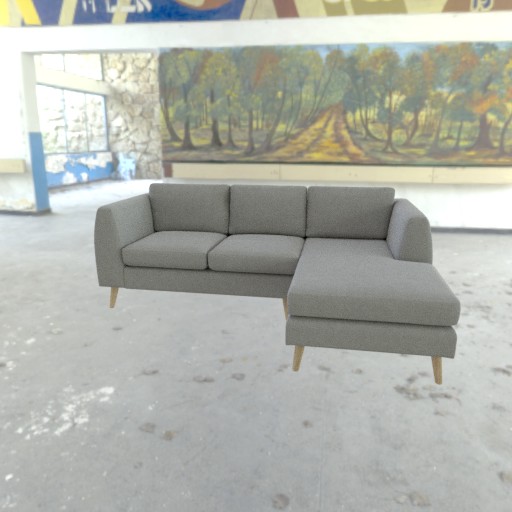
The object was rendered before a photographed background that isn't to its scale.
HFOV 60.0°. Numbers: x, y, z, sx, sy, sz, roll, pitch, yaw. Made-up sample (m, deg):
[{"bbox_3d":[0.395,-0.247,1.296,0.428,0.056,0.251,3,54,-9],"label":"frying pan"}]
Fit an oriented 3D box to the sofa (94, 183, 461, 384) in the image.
[{"bbox_3d":[0.000,0.000,3.048,2.300,0.860,1.580,3,15,10],"label":"sofa"}]
